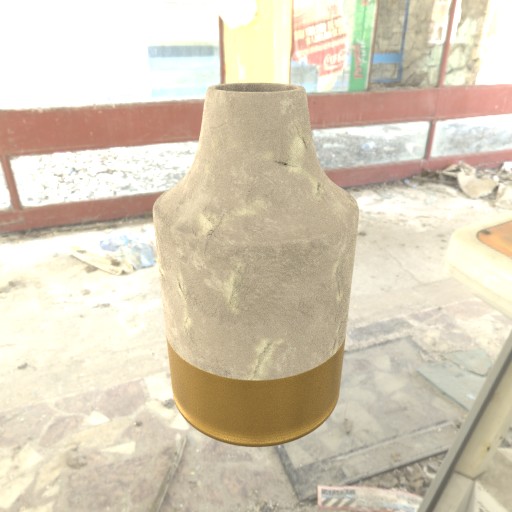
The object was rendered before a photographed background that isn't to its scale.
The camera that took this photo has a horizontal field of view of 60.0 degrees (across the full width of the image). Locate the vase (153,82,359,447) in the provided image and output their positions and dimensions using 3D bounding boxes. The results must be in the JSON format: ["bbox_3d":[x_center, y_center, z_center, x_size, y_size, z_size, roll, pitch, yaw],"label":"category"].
[{"bbox_3d":[0.000,0.000,0.425,0.184,0.305,0.184,0,27,0],"label":"vase"}]
